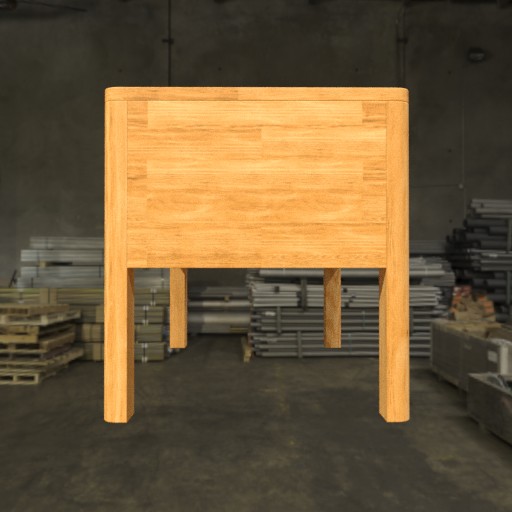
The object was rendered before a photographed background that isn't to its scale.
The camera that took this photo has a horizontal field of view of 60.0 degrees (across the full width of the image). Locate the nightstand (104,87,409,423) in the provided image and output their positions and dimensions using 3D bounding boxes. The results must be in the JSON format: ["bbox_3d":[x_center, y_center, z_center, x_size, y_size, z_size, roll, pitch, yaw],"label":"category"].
[{"bbox_3d":[0.000,0.000,0.901,0.440,0.470,0.560,0,0,0],"label":"nightstand"}]
